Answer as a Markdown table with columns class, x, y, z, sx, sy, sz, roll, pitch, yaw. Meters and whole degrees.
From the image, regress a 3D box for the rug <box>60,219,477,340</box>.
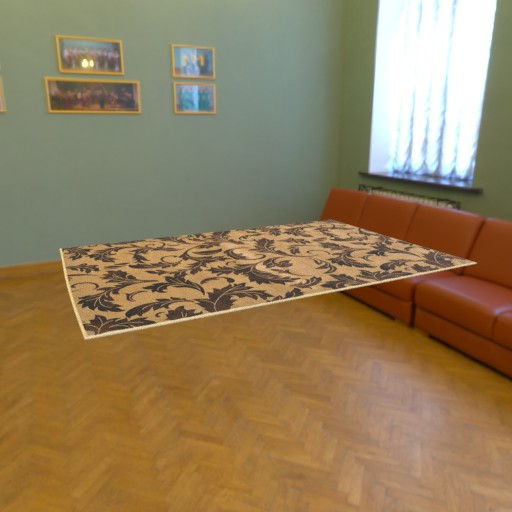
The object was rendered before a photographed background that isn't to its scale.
| class | x | y | z | sx | sy | sz | roll | pitch | yaw |
| --- | --- | --- | --- | --- | --- | --- | --- | --- | --- |
| rug | 0.000 | 0.000 | 2.874 | 2.284 | 0.008 | 1.522 | -8 | 18 | -26 |
